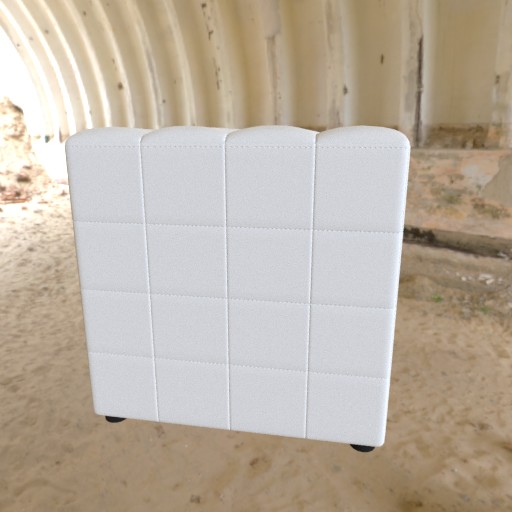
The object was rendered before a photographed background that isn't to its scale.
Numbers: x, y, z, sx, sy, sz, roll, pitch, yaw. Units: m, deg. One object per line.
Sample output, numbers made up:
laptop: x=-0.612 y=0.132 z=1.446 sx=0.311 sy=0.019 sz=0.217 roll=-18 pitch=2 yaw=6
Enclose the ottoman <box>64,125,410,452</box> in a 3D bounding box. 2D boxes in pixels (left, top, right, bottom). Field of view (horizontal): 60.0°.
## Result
ottoman: x=0.000 y=0.000 z=0.777 sx=0.425 sy=0.432 sz=0.425 roll=3 pitch=15 yaw=10
